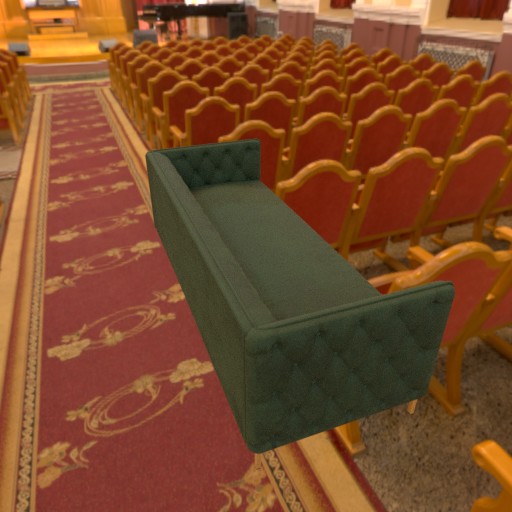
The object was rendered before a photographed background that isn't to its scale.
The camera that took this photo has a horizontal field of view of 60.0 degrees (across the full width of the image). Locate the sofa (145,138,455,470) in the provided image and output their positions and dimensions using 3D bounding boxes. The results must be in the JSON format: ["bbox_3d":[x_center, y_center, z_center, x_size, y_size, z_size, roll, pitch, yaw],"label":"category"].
[{"bbox_3d":[0.000,0.000,2.656,0.895,0.771,2.209,-11,33,-18],"label":"sofa"}]
